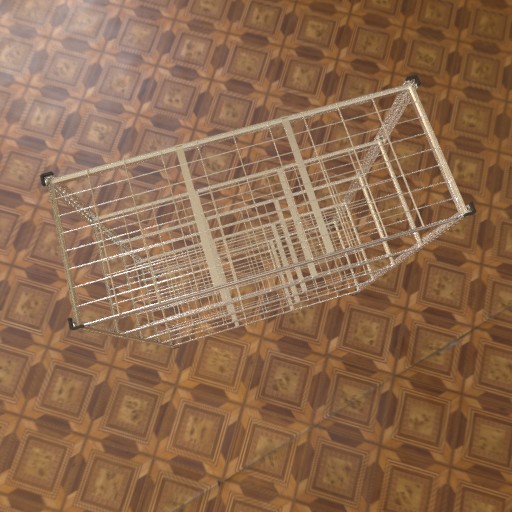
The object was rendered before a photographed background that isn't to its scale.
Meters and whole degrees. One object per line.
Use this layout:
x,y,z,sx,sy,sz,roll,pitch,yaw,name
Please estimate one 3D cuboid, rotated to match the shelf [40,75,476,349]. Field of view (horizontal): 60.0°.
0.000,0.000,2.615,1.524,1.981,0.610,-16,77,-4,shelf
